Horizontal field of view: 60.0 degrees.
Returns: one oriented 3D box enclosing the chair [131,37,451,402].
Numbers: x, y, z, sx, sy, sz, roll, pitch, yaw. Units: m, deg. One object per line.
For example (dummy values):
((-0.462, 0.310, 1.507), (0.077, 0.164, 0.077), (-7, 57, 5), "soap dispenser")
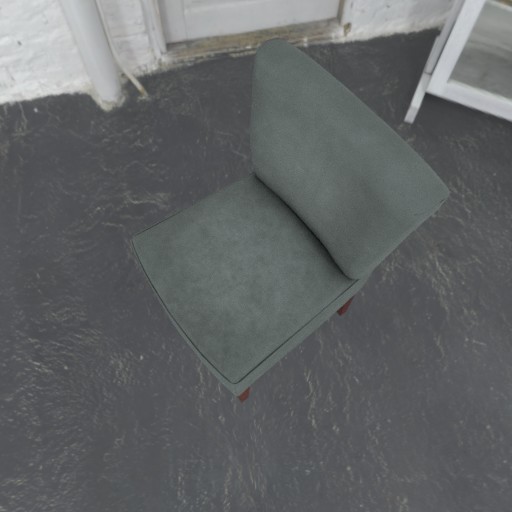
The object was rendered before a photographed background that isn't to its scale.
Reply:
((0.000, 0.000, 1.190), (0.554, 0.806, 0.521), (-34, 69, -15), "chair")
